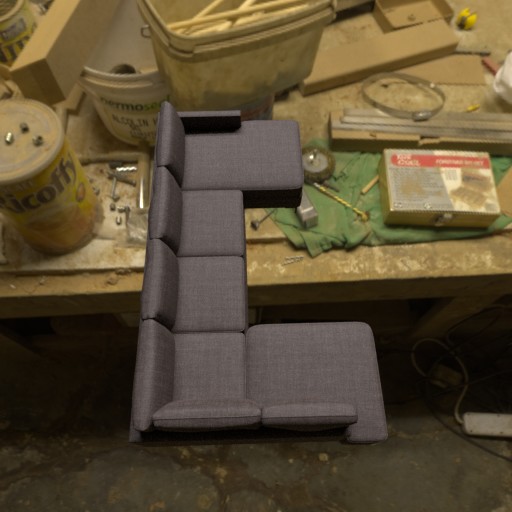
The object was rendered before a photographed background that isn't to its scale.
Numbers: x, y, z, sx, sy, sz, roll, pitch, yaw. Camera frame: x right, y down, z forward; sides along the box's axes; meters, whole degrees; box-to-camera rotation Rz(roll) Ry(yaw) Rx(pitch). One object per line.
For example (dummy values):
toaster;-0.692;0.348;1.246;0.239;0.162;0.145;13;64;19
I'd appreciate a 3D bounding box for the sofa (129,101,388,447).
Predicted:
sofa;0.000;0.000;4.334;2.048;0.999;3.423;-1;64;-1
